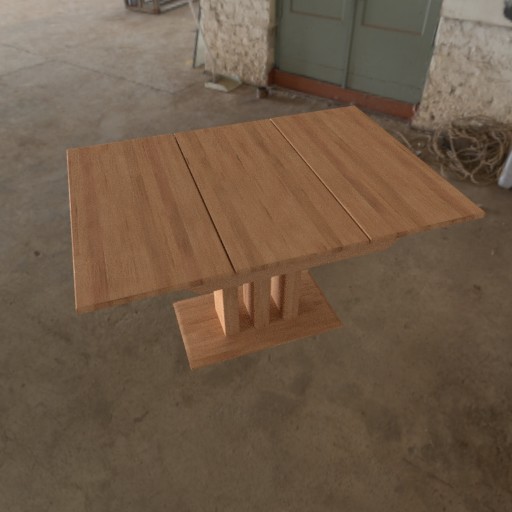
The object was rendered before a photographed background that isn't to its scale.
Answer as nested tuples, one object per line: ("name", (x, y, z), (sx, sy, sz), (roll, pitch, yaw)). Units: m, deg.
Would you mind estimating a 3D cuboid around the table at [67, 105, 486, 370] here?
("table", (0.000, 0.000, 1.880), (1.300, 0.770, 0.900), (-13, 44, -14))
